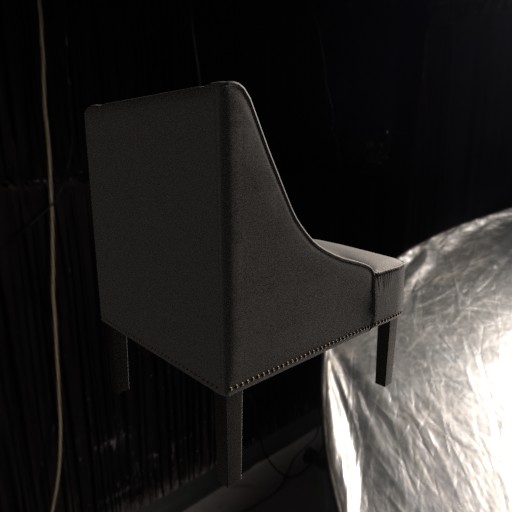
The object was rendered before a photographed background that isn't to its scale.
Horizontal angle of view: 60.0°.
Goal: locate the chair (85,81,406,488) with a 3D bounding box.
[{"bbox_3d":[0.000,0.000,1.345,0.747,0.867,0.631,-12,17,-41],"label":"chair"}]
